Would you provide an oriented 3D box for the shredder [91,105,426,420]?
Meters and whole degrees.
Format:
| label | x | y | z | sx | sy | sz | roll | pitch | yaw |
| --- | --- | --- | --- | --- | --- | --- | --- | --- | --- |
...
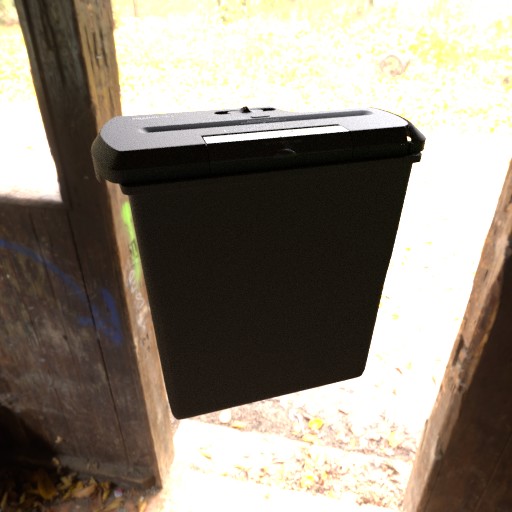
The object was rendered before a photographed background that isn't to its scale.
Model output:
| label | x | y | z | sx | sy | sz | roll | pitch | yaw |
| --- | --- | --- | --- | --- | --- | --- | --- | --- | --- |
| shredder | 0.000 | 0.000 | 0.530 | 0.320 | 0.335 | 0.170 | -9 | 33 | -14 |
